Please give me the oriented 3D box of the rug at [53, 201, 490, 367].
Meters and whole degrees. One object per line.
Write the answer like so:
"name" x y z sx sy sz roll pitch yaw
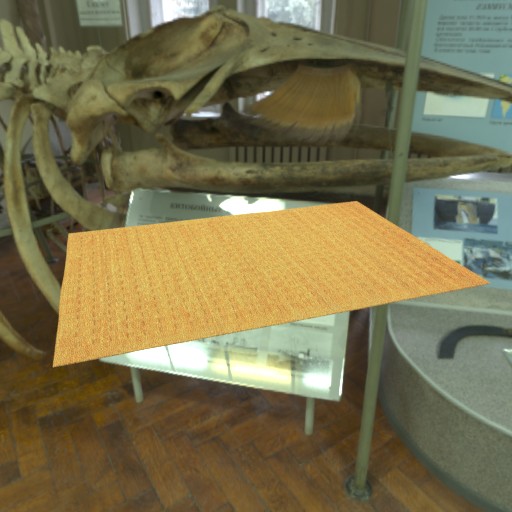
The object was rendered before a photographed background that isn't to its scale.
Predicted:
"rug" 0.000 0.000 2.142 1.747 0.006 1.143 -8 27 -16
